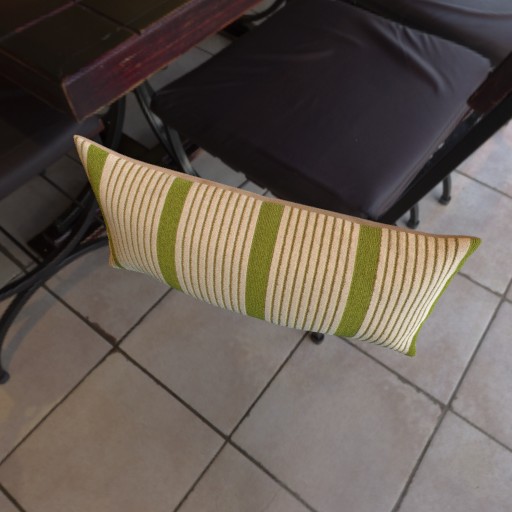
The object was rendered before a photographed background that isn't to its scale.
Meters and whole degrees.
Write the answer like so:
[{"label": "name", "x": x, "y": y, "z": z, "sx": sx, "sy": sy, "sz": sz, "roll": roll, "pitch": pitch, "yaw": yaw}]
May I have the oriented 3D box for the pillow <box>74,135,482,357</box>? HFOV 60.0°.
[{"label": "pillow", "x": 0.000, "y": 0.000, "z": 0.731, "sx": 0.608, "sy": 0.292, "sz": 0.156, "roll": 16, "pitch": 58, "yaw": 10}]
